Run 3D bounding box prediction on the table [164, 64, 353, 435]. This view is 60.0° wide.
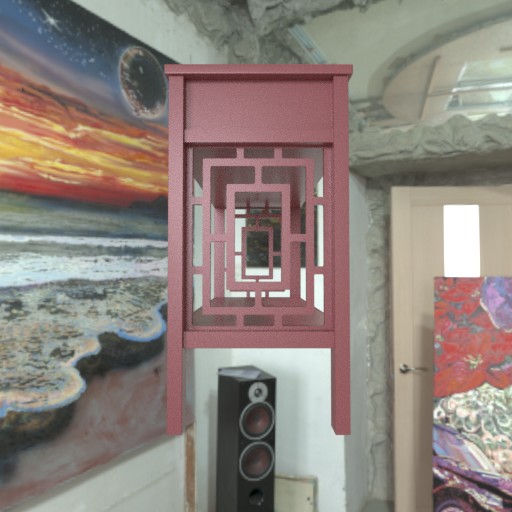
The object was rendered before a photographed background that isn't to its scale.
[{"bbox_3d":[0.000,0.000,1.428,0.397,0.753,1.068,0,-2,0],"label":"table"}]
